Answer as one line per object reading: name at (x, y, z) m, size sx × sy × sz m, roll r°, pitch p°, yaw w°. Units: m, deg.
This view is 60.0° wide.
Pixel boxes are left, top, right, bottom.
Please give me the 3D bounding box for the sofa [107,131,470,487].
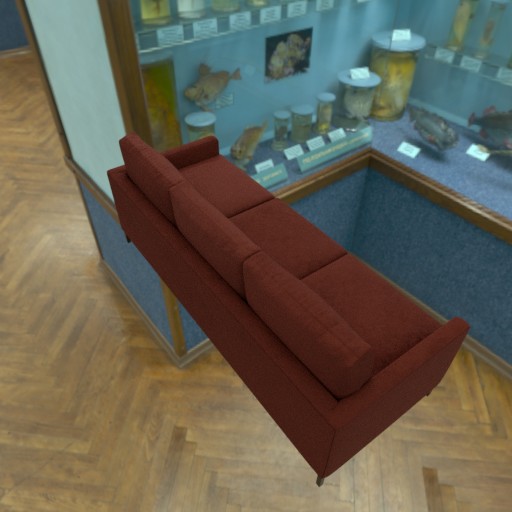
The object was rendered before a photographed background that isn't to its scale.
sofa at (0.000, 0.000, 2.617) m, size 0.875 × 0.879 × 2.252 m, roll -26°, pitch 49°, yaw -25°
